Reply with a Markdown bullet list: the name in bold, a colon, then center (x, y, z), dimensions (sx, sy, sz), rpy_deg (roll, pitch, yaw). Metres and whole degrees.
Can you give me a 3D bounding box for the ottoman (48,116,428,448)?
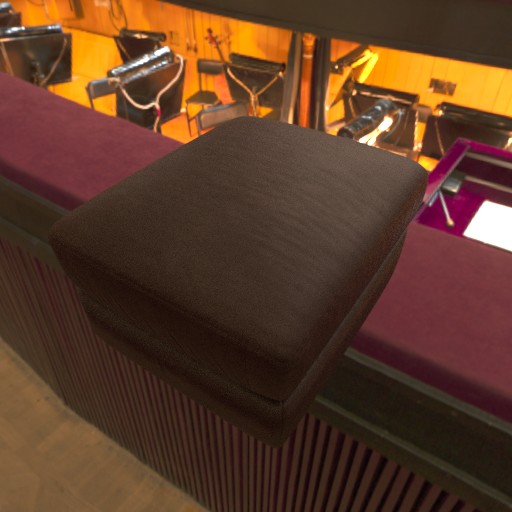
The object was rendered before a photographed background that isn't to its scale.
- **ottoman**: center (0.000, 0.000, 1.246), dimensions (0.670, 0.569, 0.806), rpy_deg (23, 45, 25)
